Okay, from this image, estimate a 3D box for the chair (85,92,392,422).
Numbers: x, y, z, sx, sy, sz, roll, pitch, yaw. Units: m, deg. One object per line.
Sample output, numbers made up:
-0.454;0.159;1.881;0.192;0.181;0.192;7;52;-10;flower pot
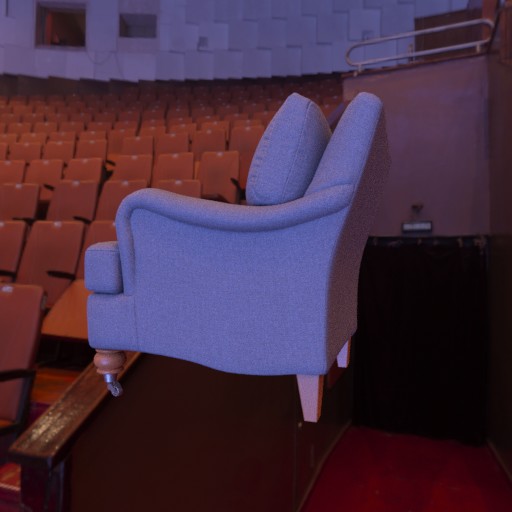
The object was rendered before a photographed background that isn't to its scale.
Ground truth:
0.000;0.000;1.859;1.070;1.038;0.955;0;0;19;chair
